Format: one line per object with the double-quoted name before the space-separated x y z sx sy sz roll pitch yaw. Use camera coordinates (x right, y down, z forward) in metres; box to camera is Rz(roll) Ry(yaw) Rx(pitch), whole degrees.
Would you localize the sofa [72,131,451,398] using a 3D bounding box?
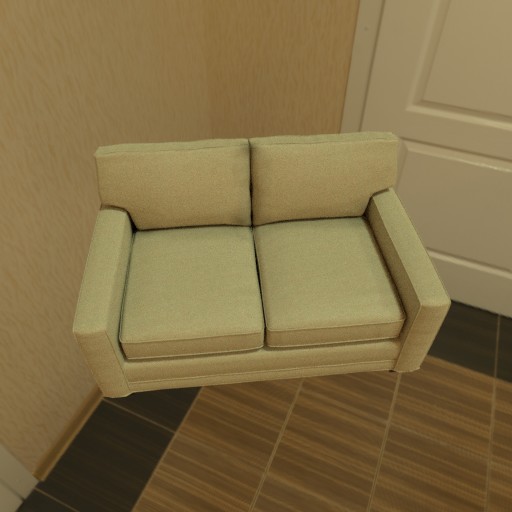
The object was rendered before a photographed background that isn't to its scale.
"sofa" 0.000 0.000 2.107 1.484 0.853 0.942 -4 46 -4
